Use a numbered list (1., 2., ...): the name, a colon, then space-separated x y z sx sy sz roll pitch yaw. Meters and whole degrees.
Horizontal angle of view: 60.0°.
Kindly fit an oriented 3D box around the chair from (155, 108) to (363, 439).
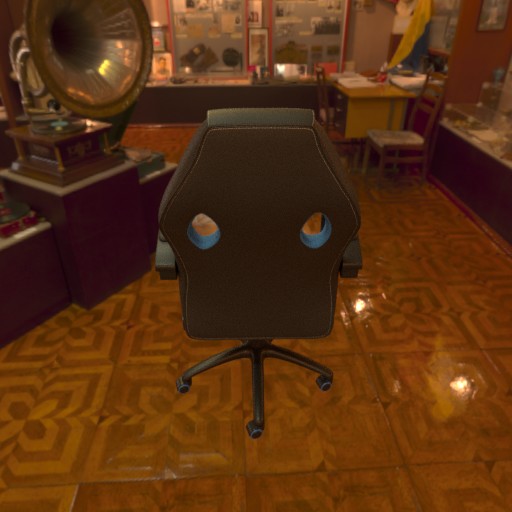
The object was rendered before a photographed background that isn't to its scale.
1. chair: 0.000 0.000 1.627 0.673 1.187 0.724 -1 31 -1
